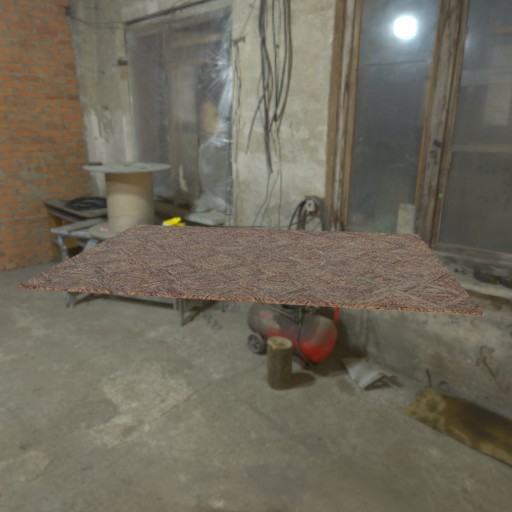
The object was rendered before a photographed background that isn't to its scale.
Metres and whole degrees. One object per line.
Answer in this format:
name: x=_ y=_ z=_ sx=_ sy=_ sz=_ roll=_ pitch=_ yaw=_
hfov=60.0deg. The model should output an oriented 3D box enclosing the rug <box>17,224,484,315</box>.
rug: x=0.000 y=0.000 z=2.858 sx=2.285 sy=0.019 sz=1.523 roll=2 pitch=16 yaw=8
